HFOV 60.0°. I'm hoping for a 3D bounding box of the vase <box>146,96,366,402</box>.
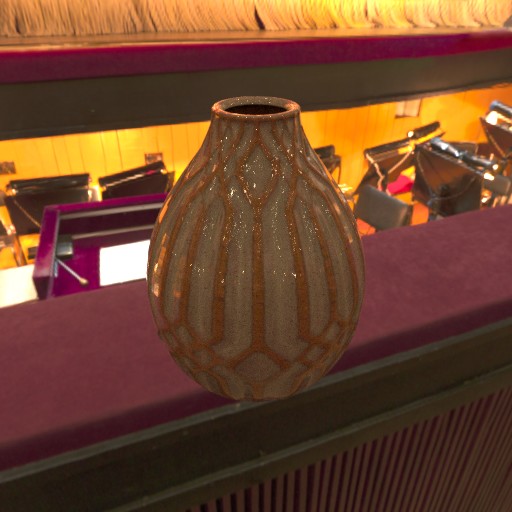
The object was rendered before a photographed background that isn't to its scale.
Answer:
[{"bbox_3d":[0.000,0.000,0.265,0.131,0.175,0.131,0,32,0],"label":"vase"}]
